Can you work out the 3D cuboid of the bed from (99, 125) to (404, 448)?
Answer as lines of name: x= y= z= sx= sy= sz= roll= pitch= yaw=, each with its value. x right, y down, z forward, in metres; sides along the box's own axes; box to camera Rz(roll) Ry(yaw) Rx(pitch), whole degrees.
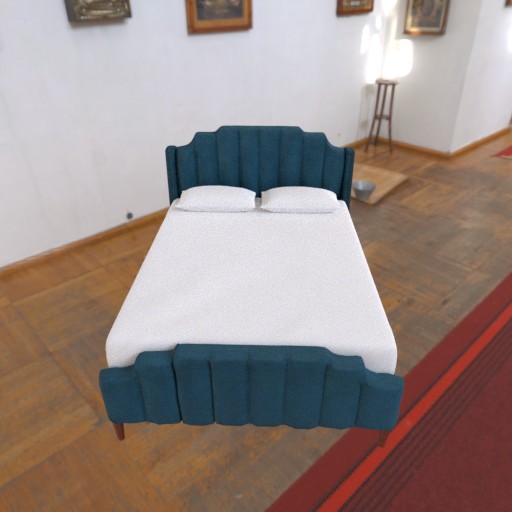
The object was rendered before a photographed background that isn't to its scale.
bed: x=0.000 y=0.000 z=3.266 sx=1.676 sy=1.351 sz=2.322 roll=1 pitch=30 yaw=2
